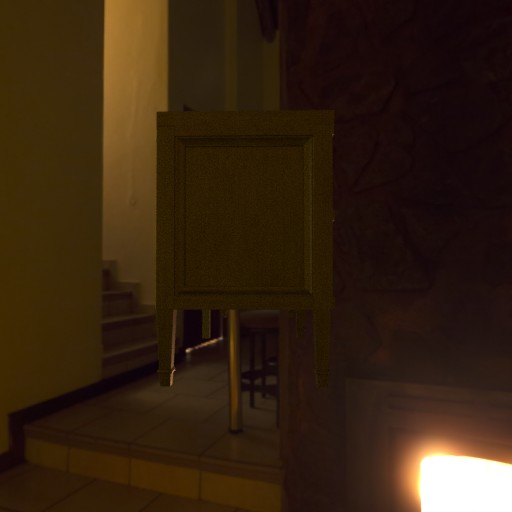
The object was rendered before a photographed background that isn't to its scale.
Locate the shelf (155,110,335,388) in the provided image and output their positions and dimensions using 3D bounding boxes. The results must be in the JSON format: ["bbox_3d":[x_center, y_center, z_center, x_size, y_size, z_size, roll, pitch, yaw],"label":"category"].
[{"bbox_3d":[0.000,0.000,1.929,0.479,0.719,1.575,0,-1,1],"label":"shelf"}]
